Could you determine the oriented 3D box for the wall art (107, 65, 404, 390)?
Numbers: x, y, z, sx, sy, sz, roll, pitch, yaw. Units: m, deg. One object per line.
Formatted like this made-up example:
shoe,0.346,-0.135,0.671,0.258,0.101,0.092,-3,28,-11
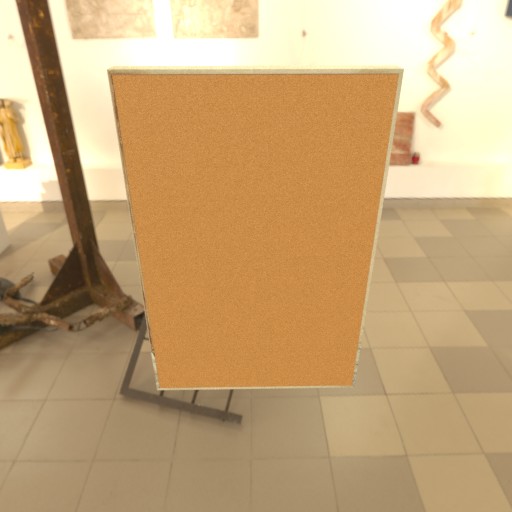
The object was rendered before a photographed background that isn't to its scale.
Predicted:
wall art,0.000,0.000,0.768,0.403,0.607,0.036,-1,30,-1
